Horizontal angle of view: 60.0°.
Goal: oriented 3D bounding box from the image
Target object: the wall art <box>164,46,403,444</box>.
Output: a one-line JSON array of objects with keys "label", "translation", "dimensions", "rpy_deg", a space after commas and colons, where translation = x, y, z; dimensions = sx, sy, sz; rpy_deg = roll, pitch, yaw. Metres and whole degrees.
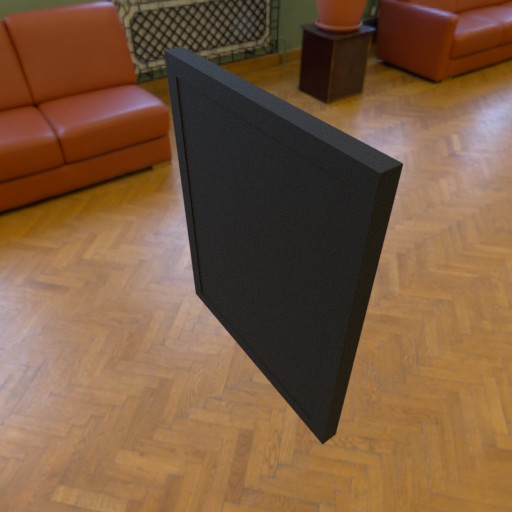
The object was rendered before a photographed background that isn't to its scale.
[{"label": "wall art", "translation": [0.000, 0.000, 0.756], "dimensions": [0.033, 0.559, 0.457], "rpy_deg": [-25, 48, -26]}]
